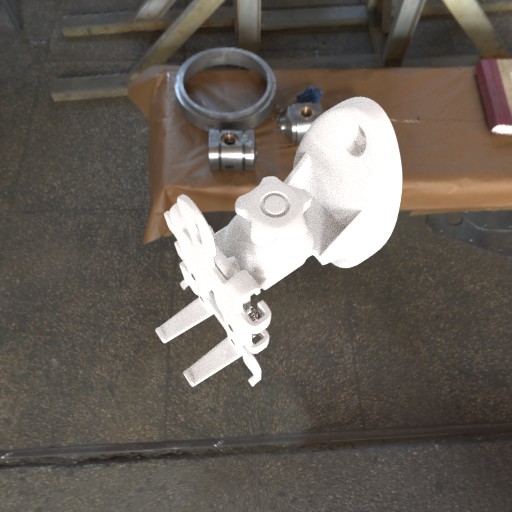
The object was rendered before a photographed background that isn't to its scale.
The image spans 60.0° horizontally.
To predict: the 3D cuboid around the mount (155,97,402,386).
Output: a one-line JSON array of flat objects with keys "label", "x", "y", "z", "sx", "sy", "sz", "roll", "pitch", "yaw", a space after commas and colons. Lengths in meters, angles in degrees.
[{"label": "mount", "x": 0.000, "y": 0.000, "z": 0.181, "sx": 0.100, "sy": 0.118, "sz": 0.066, "roll": -33, "pitch": 69, "yaw": -15}]
